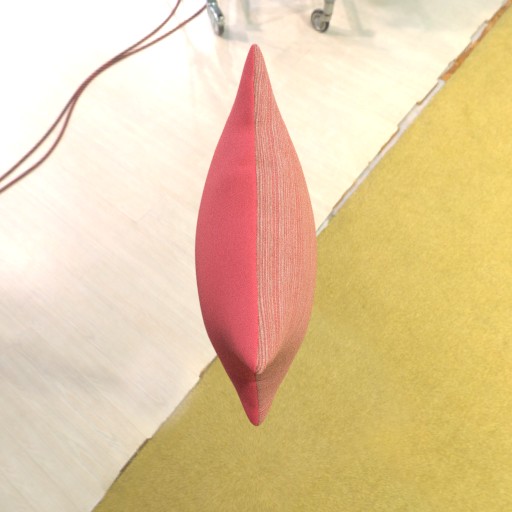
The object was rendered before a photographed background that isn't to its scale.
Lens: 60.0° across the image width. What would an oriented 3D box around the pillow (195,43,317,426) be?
[{"bbox_3d":[0.000,0.000,0.835,0.229,0.501,0.559,0,64,0],"label":"pillow"}]
